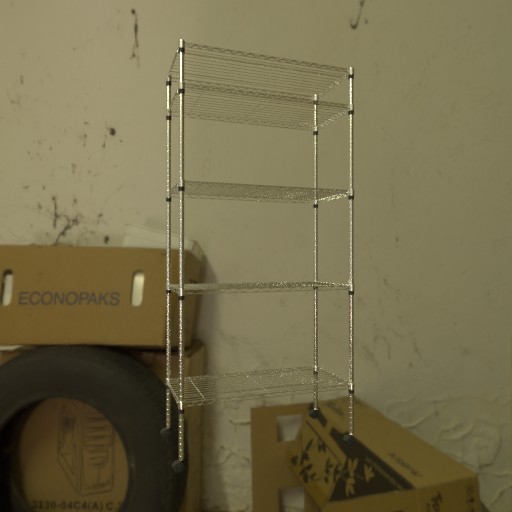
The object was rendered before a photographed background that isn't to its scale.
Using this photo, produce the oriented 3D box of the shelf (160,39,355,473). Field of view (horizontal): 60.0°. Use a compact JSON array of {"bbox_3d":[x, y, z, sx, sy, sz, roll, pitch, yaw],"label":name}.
[{"bbox_3d":[0.000,0.000,1.904,0.762,1.587,0.356,0,0,-19],"label":"shelf"}]
